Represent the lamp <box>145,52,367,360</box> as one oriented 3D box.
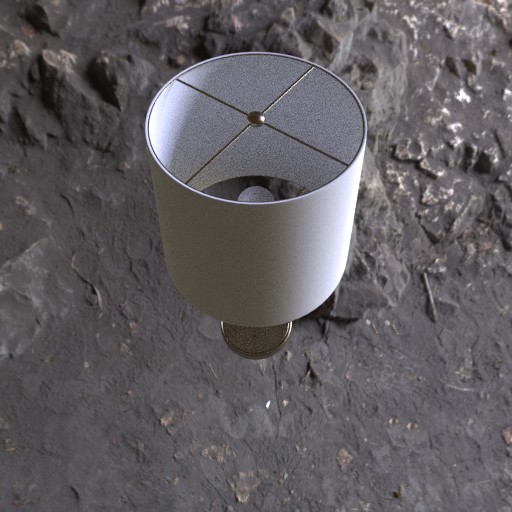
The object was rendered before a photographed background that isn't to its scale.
[{"bbox_3d":[0.000,0.000,0.776,0.303,0.618,0.303,0,58,0],"label":"lamp"}]
